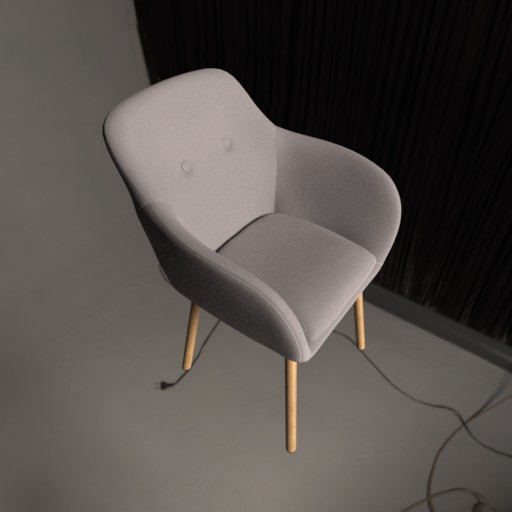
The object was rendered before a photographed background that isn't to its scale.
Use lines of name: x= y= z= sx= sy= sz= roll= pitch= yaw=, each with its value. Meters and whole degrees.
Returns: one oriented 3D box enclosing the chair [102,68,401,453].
chair: x=0.000 y=0.000 z=1.218 sx=0.590 sy=0.830 sz=0.570 roll=26 pitch=47 yaw=26
